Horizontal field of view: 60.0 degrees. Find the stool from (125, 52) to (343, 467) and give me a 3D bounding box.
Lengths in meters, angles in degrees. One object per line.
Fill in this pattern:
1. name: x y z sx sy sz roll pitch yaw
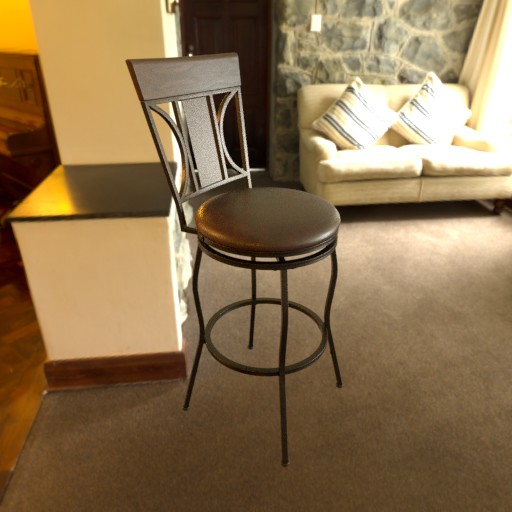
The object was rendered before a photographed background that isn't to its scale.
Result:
1. stool: 0.000 0.000 1.384 0.513 1.130 0.448 17 31 30
